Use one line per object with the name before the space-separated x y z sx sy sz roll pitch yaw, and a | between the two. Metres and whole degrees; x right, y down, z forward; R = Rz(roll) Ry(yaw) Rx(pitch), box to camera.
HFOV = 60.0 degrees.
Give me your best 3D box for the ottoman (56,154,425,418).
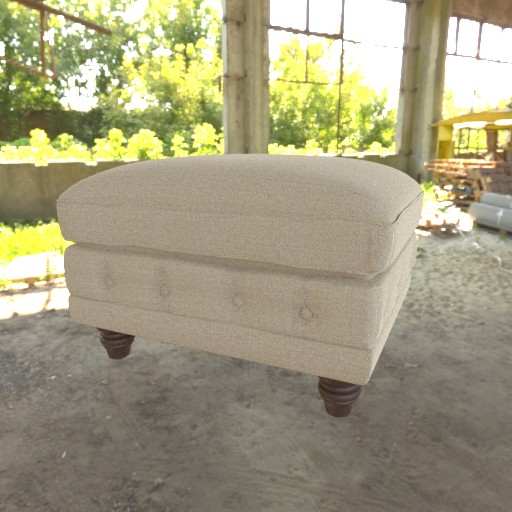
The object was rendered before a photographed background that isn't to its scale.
ottoman | 0.000 0.000 1.034 0.684 0.463 0.541 6 15 25
